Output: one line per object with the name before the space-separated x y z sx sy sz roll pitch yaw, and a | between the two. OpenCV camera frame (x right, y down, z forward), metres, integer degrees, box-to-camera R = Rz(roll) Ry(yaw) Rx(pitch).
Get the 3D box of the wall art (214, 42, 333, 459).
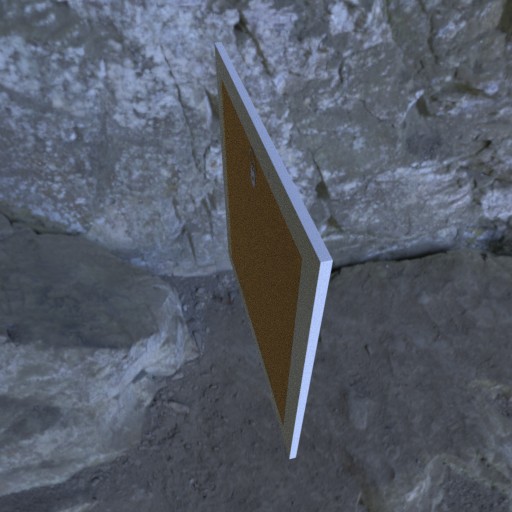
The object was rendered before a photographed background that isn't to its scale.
wall art | 0.000 0.000 0.851 0.015 0.577 0.572 -11 48 -10
